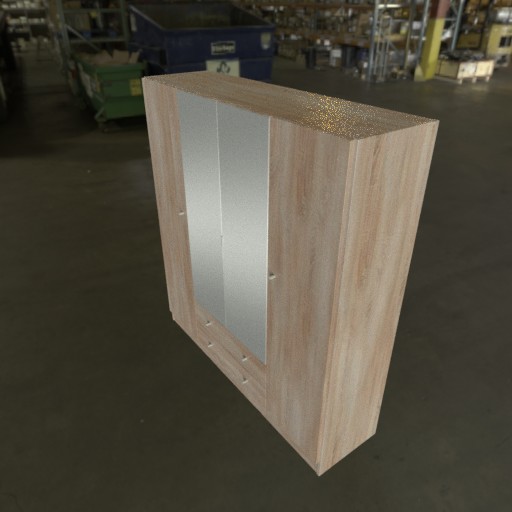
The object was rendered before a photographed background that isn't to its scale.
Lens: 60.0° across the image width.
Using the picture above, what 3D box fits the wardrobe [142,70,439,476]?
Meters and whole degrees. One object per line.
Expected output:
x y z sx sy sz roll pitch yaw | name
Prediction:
0.000 0.000 3.103 0.598 2.159 1.998 -21 36 -31 | wardrobe
